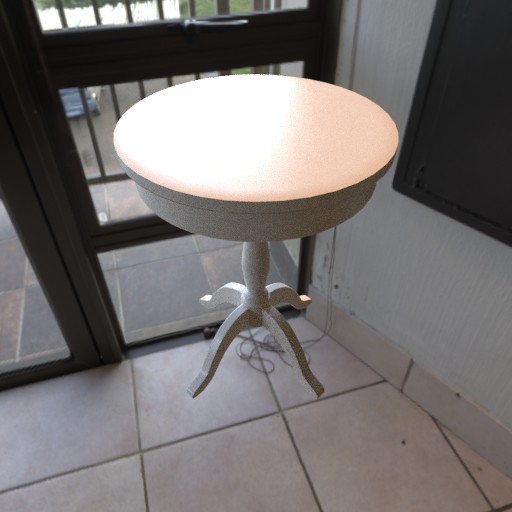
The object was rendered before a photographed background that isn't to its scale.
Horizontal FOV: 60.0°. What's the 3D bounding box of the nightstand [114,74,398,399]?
[{"bbox_3d":[0.000,0.000,1.033,0.513,0.653,0.513,-25,47,-26],"label":"nightstand"}]
